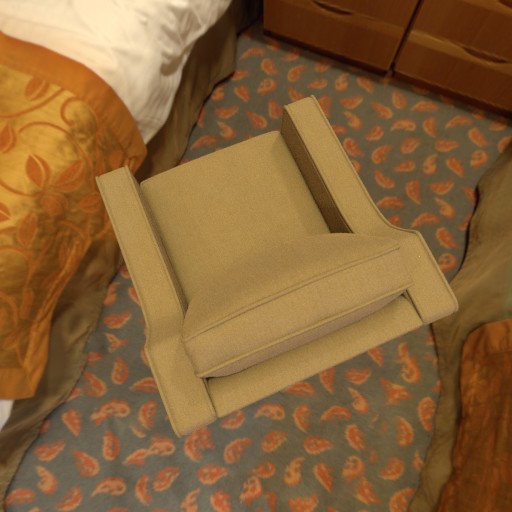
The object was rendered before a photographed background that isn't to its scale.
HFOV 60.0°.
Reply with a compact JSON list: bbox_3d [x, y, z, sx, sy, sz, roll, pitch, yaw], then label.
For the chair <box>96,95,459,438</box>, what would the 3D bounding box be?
[{"bbox_3d":[0.000,0.000,1.605,0.831,0.960,0.909,-23,75,-6],"label":"chair"}]
